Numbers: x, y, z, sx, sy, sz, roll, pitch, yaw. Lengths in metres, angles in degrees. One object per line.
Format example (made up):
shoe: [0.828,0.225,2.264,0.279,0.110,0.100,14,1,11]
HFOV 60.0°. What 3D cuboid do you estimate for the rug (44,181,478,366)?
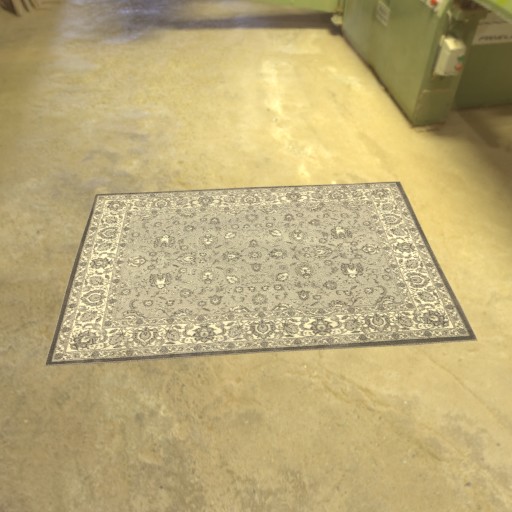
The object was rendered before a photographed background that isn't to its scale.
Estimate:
rug: [0.000,0.000,3.003,2.438,0.011,1.524,-3,46,-3]
